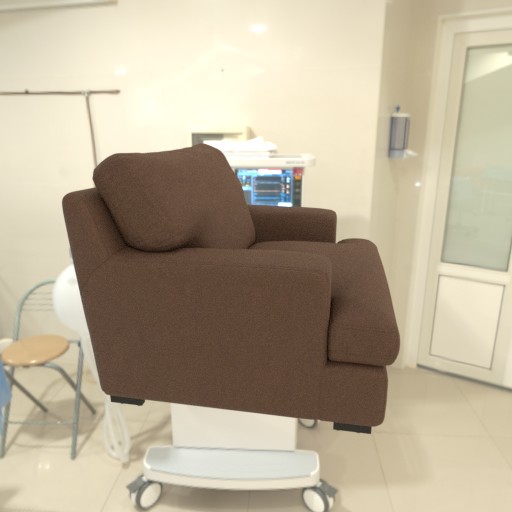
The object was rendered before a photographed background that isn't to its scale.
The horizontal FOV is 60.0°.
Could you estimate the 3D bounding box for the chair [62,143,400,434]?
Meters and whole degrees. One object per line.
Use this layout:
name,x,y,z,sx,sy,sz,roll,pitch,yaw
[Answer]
chair,0.000,0.000,1.981,1.143,0.940,1.168,3,17,11
